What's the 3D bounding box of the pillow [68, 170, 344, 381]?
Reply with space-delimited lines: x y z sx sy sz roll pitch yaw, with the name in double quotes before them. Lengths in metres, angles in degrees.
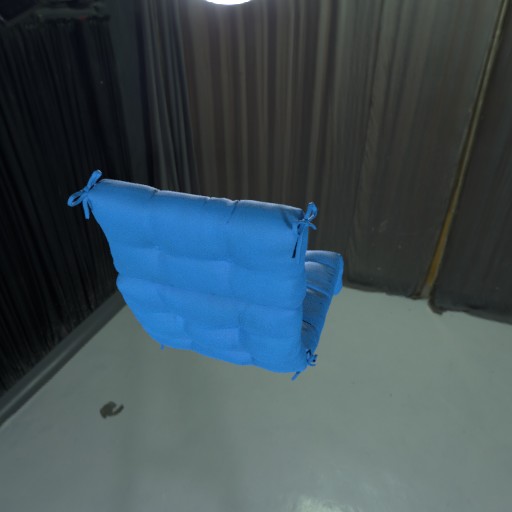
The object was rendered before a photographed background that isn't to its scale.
"pillow" 0.000 0.000 1.468 0.526 0.863 1.016 10 34 16
